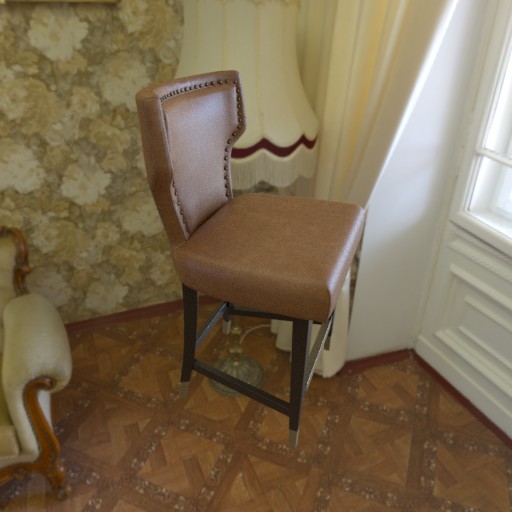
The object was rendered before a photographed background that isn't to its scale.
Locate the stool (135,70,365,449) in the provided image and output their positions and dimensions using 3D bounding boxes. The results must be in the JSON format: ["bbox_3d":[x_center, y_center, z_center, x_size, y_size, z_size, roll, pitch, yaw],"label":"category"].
[{"bbox_3d":[0.000,0.000,1.339,0.563,0.982,0.526,11,31,18],"label":"stool"}]
